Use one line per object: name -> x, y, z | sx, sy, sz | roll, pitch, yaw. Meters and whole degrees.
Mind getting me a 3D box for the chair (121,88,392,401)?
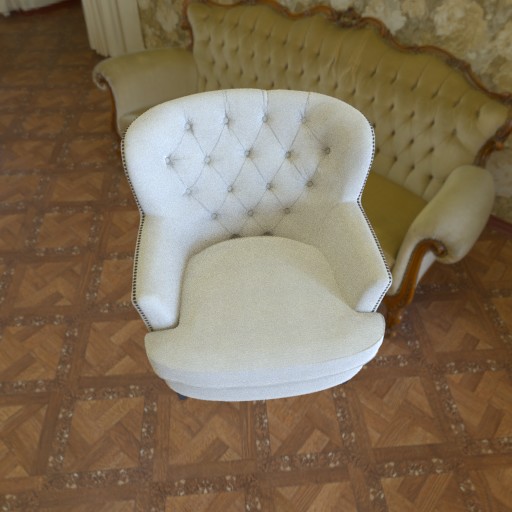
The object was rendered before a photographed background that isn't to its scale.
chair -> 0.000, 0.000, 1.614 | 0.848, 0.868, 0.906 | -4, 46, -4
